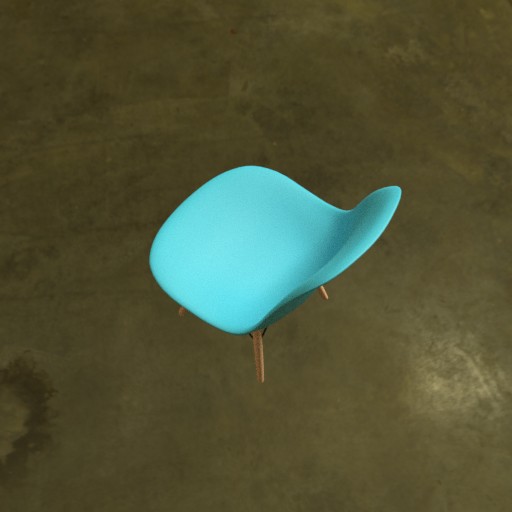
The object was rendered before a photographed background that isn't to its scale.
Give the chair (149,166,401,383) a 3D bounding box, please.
[{"bbox_3d":[0.000,0.000,1.184,0.531,0.826,0.470,36,69,16],"label":"chair"}]
